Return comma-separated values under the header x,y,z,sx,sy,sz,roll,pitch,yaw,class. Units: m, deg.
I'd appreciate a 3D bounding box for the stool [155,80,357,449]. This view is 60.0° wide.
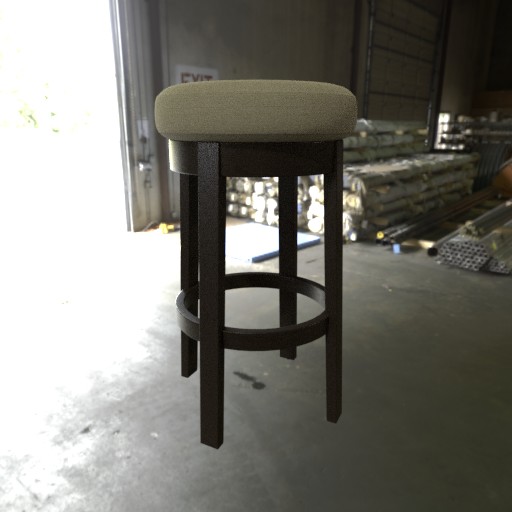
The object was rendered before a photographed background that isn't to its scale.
x,y,z,sx,sy,sz,roll,pitch,yaw,class
0.000,0.000,1.048,0.446,0.758,0.446,0,17,0,stool
